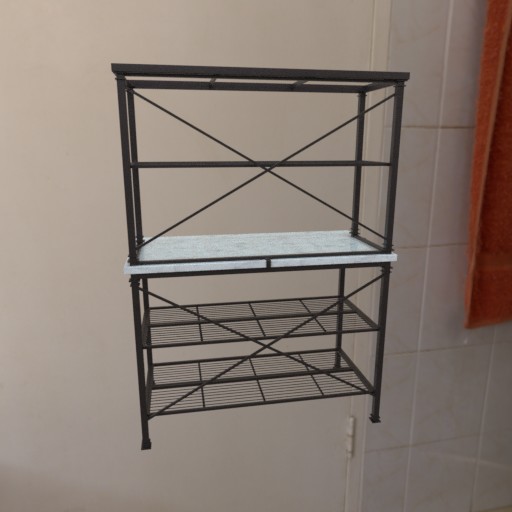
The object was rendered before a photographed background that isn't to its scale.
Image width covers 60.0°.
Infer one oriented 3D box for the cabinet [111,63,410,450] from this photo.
[{"bbox_3d":[0.000,0.000,2.213,1.210,1.659,0.610,-3,14,-10],"label":"cabinet"}]
